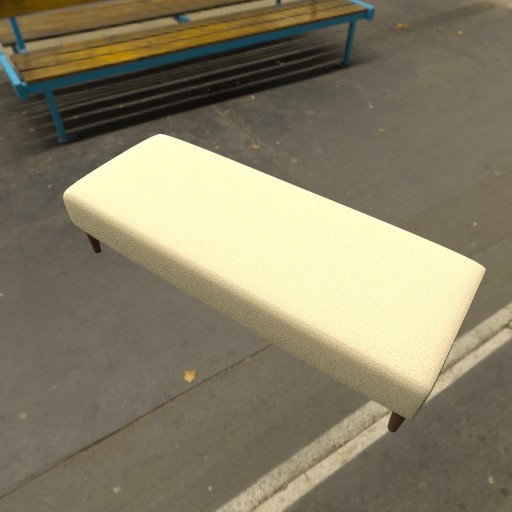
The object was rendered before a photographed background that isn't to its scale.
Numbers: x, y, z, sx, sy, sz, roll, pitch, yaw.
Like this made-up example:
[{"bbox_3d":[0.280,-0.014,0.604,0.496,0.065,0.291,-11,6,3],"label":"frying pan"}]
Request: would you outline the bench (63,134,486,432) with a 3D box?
[{"bbox_3d":[0.000,0.000,1.846,1.609,0.393,0.646,27,51,24],"label":"bench"}]
